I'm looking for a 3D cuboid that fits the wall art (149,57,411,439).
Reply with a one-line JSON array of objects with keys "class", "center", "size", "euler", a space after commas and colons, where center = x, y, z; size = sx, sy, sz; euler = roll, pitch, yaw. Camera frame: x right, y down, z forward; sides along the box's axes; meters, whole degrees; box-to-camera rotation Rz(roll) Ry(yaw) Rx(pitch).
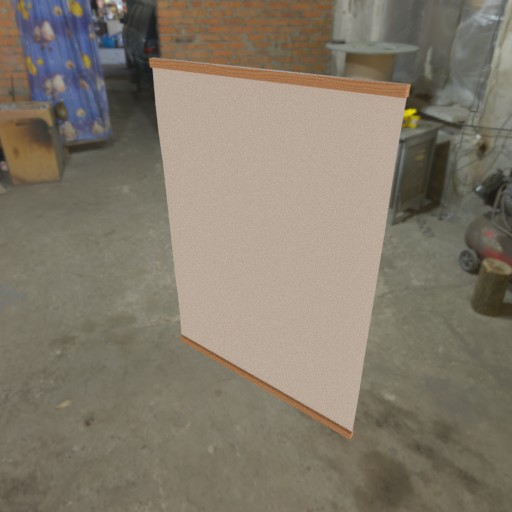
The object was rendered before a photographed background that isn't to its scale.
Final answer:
[{"class": "wall art", "center": [0.000, 0.000, 1.296], "size": [0.739, 1.016, 0.020], "euler": [21, 36, 32]}]
